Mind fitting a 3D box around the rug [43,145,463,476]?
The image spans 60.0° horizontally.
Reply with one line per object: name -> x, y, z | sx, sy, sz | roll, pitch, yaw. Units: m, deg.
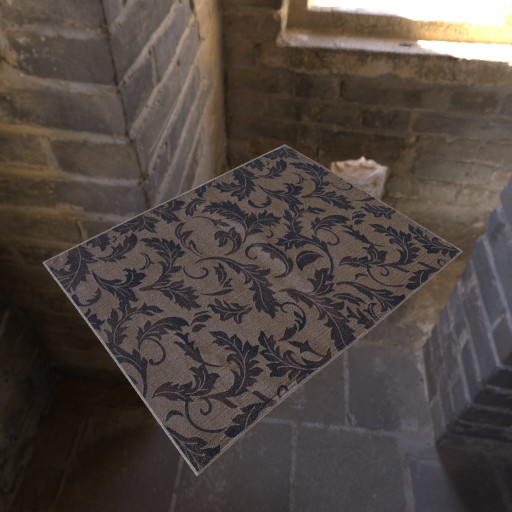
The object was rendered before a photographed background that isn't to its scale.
rug -> 0.000, 0.000, 3.993 | 2.977, 0.008, 2.380 | -32, 54, -27
